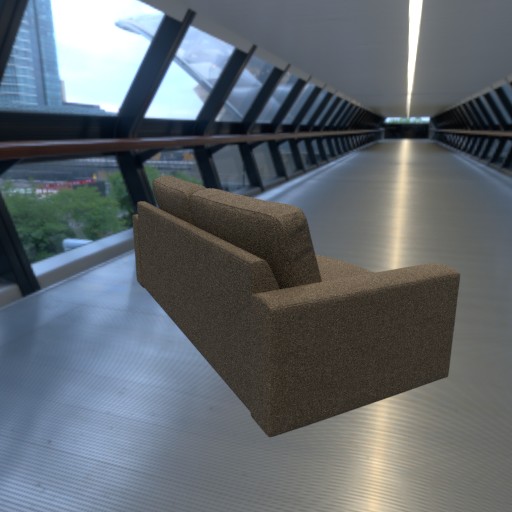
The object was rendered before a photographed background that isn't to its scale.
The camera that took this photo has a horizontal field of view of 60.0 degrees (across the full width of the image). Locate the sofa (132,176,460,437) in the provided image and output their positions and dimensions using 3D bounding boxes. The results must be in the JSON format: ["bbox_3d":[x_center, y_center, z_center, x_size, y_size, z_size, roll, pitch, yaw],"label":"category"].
[{"bbox_3d":[0.000,0.000,2.719,1.016,0.873,2.179,-8,17,-26],"label":"sofa"}]
